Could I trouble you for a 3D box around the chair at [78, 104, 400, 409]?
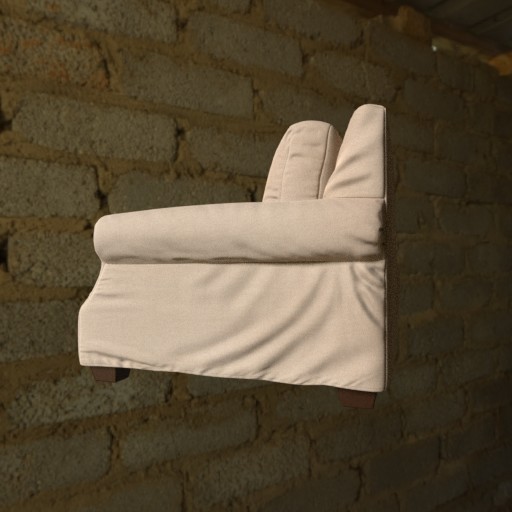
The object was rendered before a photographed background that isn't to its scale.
[{"bbox_3d":[0.000,0.000,1.737,1.066,0.866,0.940,0,-1,19],"label":"chair"}]
